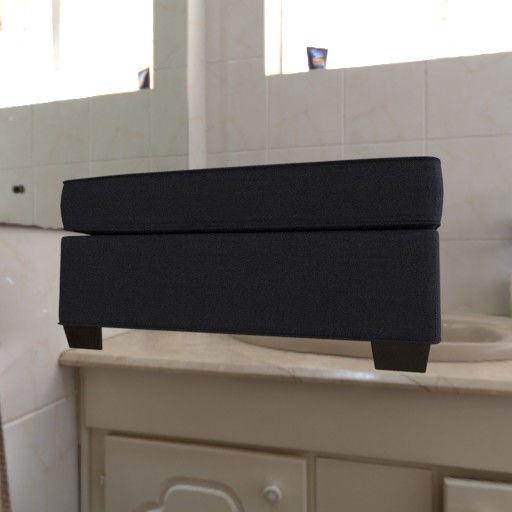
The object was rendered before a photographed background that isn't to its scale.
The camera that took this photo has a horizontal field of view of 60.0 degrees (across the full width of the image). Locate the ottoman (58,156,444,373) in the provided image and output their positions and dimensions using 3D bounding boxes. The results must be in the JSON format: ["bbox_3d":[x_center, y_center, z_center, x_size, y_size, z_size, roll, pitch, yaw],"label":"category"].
[{"bbox_3d":[0.000,0.000,1.184,0.895,0.453,0.505,0,0,17],"label":"ottoman"}]
